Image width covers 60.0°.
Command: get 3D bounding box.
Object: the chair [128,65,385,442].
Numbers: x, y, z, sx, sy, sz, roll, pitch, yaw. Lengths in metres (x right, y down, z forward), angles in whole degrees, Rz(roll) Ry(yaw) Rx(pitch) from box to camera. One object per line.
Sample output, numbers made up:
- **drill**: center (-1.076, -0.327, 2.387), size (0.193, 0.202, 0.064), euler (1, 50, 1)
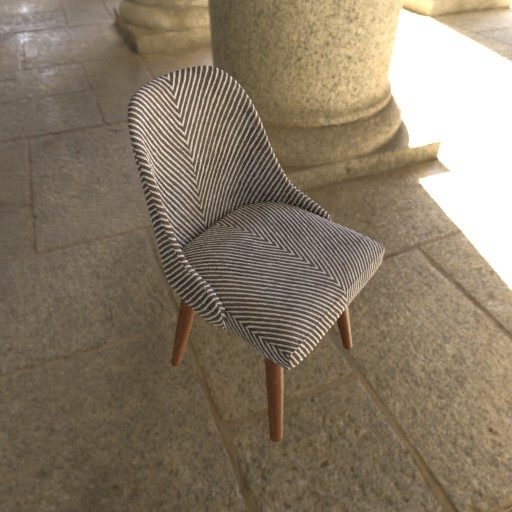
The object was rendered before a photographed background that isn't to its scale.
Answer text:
- **chair**: center (0.000, 0.000, 1.258), size (0.591, 0.883, 0.504), euler (28, 49, 27)
